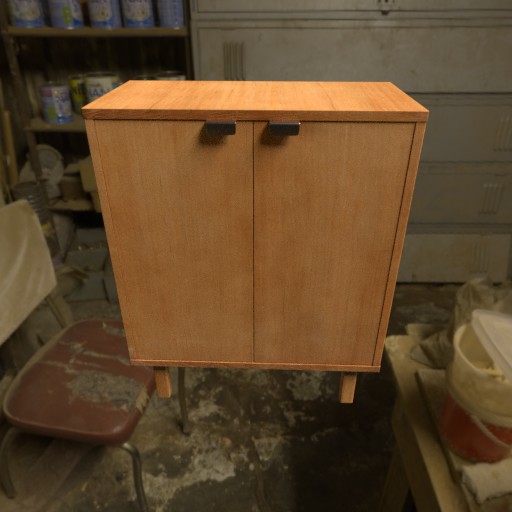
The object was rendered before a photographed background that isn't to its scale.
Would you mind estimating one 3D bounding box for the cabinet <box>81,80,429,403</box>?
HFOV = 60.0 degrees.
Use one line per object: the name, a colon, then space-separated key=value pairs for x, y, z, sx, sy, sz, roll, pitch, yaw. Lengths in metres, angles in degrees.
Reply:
cabinet: x=0.000 y=0.000 z=1.434 sx=0.800 sy=1.001 sz=0.419 roll=1 pitch=30 yaw=2
